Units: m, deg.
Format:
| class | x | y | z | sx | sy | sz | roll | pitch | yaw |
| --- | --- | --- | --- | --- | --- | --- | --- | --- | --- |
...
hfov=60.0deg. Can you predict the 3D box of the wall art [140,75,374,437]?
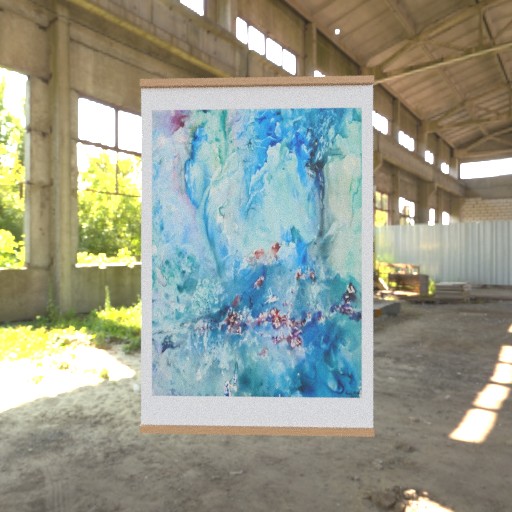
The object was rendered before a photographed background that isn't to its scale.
| class | x | y | z | sx | sy | sz | roll | pitch | yaw |
| --- | --- | --- | --- | --- | --- | --- | --- | --- | --- |
| wall art | 0.000 | 0.000 | 1.278 | 0.669 | 1.020 | 0.027 | 0 | 0 | 2 |
